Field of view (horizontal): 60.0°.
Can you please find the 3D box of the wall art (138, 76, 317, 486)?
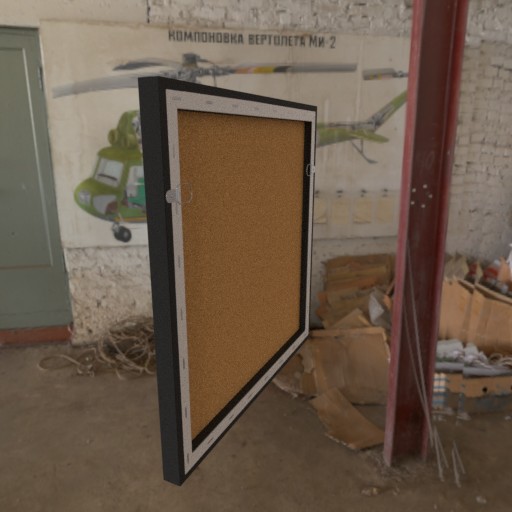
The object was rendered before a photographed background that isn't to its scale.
[{"bbox_3d":[0.000,0.000,1.115,0.044,0.758,0.758,7,17,25],"label":"wall art"}]
